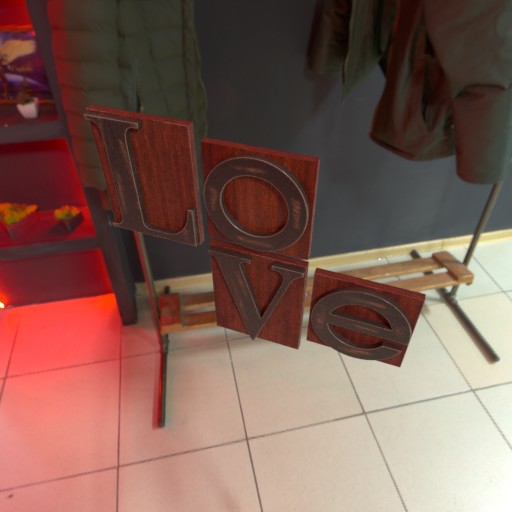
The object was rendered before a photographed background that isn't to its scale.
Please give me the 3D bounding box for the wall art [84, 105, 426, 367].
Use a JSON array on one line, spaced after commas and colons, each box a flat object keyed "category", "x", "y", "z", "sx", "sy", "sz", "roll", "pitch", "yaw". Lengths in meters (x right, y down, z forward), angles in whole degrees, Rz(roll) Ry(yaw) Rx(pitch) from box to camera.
[{"category": "wall art", "x": 0.000, "y": 0.000, "z": 0.859, "sx": 0.635, "sy": 0.497, "sz": 0.030, "roll": 14, "pitch": 43, "yaw": 15}]
